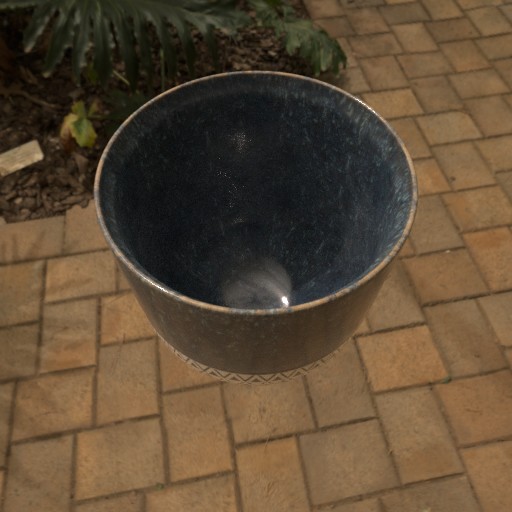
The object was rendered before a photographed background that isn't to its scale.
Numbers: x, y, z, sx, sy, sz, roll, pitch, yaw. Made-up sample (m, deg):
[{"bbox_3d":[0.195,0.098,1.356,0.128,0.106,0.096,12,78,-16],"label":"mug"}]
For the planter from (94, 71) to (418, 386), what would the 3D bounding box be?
[{"bbox_3d":[0.000,0.000,0.482,0.266,0.270,0.266,0,58,0],"label":"planter"}]
